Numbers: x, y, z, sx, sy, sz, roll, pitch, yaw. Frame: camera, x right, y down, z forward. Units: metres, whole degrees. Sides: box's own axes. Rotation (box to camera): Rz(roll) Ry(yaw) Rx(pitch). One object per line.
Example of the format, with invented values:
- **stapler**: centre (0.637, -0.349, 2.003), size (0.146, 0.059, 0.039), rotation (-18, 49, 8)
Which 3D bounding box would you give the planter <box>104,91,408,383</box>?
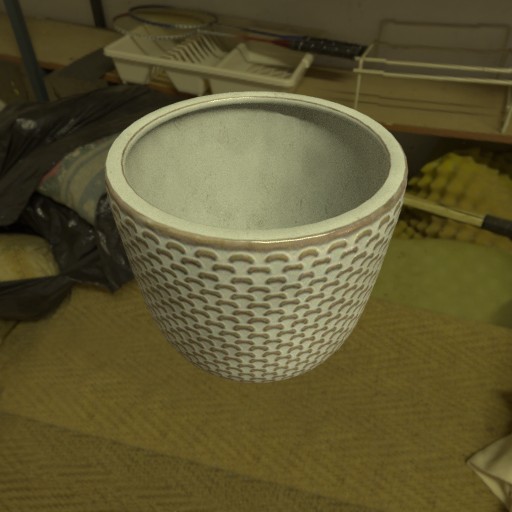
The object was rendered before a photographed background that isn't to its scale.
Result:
- **planter**: centre (0.000, 0.000, 0.354), size (0.197, 0.191, 0.197), rotation (0, 42, 0)
